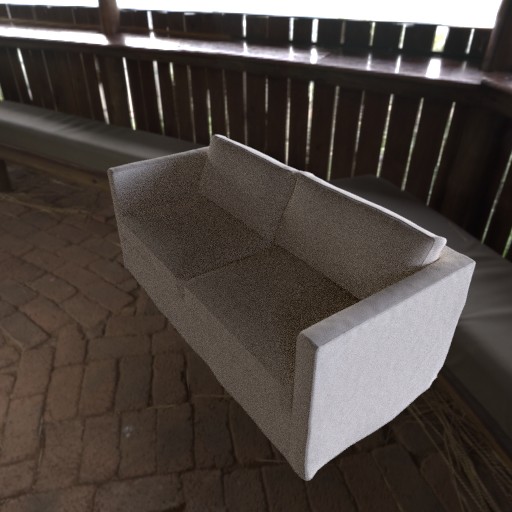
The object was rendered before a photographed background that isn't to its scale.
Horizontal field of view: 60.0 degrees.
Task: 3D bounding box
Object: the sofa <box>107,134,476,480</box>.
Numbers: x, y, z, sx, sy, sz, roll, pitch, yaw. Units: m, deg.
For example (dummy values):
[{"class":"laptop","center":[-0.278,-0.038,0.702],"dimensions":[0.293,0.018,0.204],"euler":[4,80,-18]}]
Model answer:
[{"class":"sofa","center":[0.000,0.000,2.483],"dimensions":[0.940,0.870,1.987],"euler":[-21,38,-29]}]
